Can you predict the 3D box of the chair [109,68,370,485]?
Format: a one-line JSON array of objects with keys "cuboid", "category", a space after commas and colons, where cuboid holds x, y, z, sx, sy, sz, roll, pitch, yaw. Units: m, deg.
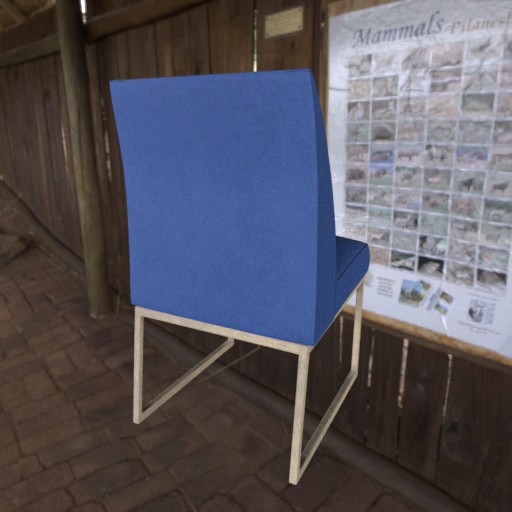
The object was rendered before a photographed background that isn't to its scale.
[{"cuboid": [0.000, 0.000, 1.191, 0.508, 0.863, 0.522, 8, 18, 26], "category": "chair"}]
